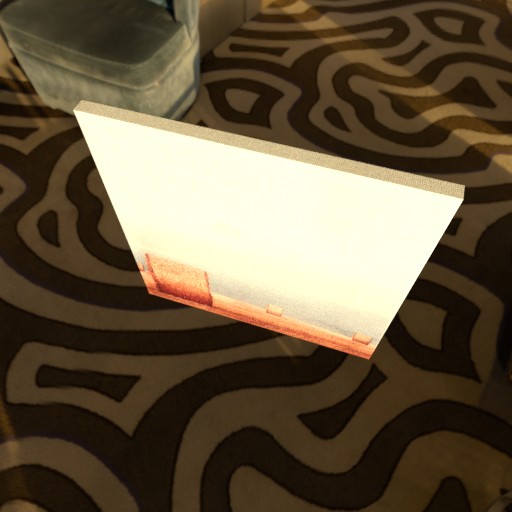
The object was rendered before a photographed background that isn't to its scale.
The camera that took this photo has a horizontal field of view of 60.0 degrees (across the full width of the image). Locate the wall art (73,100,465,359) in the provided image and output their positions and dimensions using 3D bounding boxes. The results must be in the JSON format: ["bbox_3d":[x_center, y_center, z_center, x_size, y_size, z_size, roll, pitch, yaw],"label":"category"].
[{"bbox_3d":[0.000,0.000,0.916,0.605,0.605,0.034,15,58,10],"label":"wall art"}]
